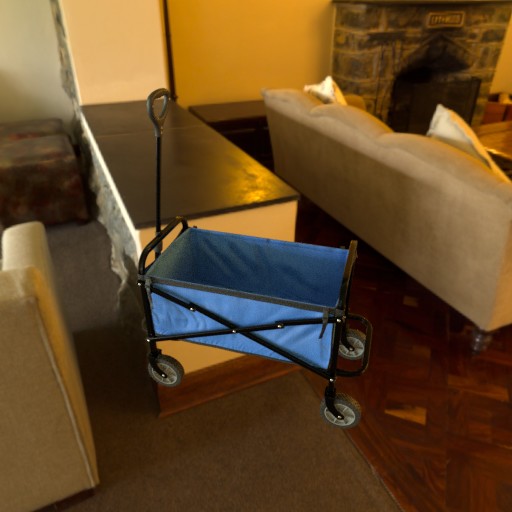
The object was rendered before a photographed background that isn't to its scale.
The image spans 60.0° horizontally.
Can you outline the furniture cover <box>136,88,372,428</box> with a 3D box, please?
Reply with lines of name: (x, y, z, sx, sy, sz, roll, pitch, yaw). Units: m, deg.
furniture cover: (0.000, 0.000, 1.860, 1.038, 1.295, 0.532, 9, 32, 14)
